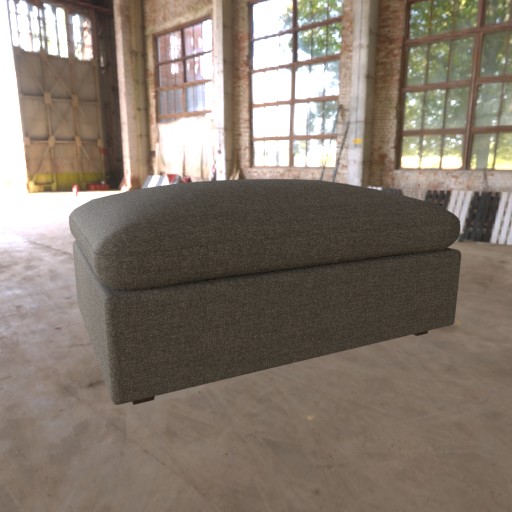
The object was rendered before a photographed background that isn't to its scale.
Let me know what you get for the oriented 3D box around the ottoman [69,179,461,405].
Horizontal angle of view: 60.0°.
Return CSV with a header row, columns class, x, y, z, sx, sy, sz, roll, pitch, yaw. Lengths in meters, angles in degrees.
class,x,y,z,sx,sy,sz,roll,pitch,yaw
ottoman,0.000,0.000,1.413,1.041,0.483,0.711,-6,14,-26
